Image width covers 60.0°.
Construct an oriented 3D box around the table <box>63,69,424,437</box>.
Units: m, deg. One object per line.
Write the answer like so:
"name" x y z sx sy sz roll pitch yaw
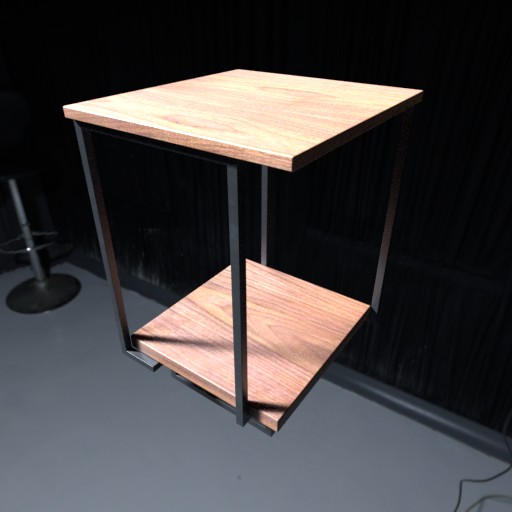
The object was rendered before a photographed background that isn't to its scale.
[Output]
"table" 0.000 0.000 0.826 0.384 0.567 0.411 20 37 30
